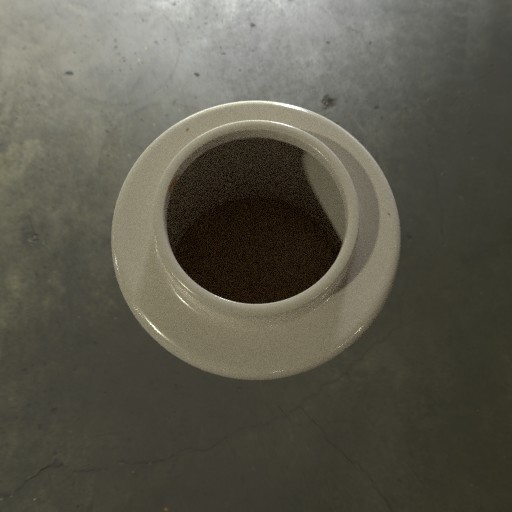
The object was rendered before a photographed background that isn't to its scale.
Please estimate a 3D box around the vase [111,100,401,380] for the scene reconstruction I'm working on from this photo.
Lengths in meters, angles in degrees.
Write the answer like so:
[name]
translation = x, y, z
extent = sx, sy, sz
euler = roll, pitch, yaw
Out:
[vase]
translation = 0.000, 0.000, 0.287
extent = 0.153, 0.167, 0.153
euler = 0, 76, 0
